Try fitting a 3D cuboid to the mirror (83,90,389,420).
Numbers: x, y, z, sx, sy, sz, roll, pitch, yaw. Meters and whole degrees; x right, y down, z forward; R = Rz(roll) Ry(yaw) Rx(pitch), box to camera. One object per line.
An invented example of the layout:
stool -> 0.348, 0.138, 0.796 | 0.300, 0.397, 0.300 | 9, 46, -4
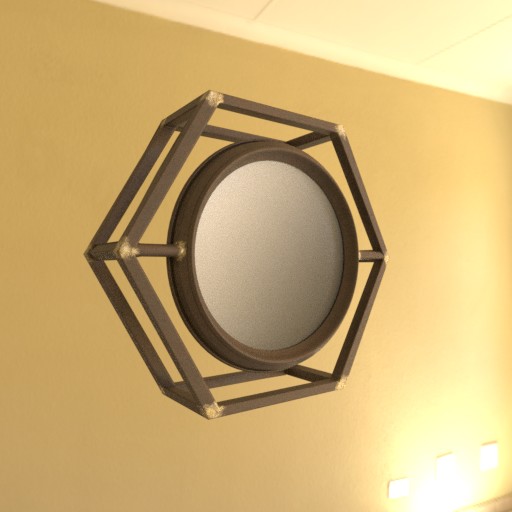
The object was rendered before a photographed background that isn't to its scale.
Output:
mirror -> 0.000, 0.000, 0.548 | 0.380, 0.334, 0.119 | 1, -2, -36
